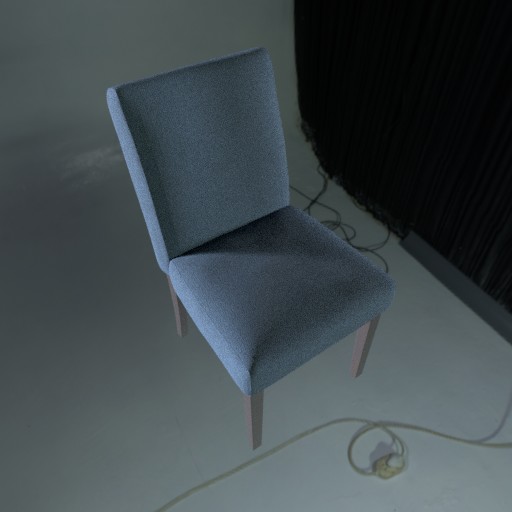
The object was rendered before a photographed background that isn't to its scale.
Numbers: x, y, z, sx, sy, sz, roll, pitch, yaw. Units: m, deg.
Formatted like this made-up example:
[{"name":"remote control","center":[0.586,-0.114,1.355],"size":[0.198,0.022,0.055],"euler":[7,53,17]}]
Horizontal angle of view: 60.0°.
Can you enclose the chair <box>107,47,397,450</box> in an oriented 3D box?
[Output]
[{"name":"chair","center":[0.000,0.000,1.242],"size":[0.487,0.882,0.629],"euler":[-27,52,-23]}]
